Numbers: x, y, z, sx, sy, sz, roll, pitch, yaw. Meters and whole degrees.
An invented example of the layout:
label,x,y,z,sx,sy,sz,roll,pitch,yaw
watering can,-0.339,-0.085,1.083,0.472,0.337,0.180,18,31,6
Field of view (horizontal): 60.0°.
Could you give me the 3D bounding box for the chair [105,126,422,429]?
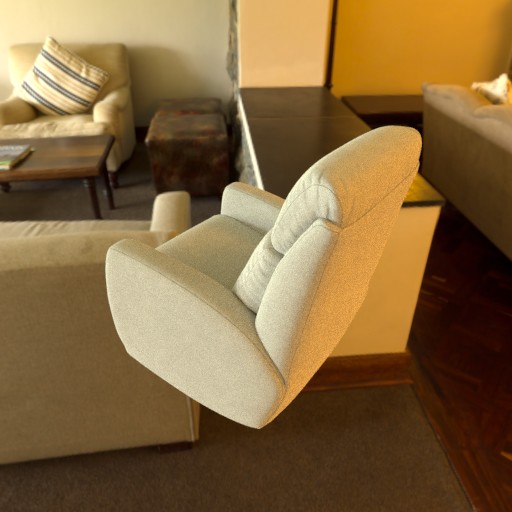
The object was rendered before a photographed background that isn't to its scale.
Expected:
label,x,y,z,sx,sy,sz,roll,pitch,yaw
chair,0.000,0.000,1.685,0.941,1.015,0.812,21,38,30
